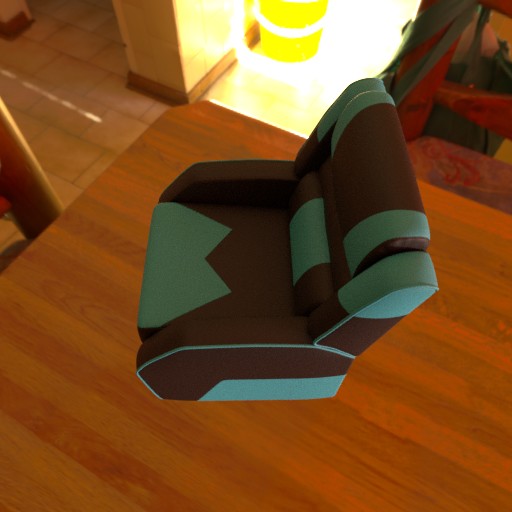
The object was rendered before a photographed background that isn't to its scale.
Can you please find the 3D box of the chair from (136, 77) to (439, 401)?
[{"bbox_3d":[0.000,0.000,1.267,0.672,0.805,0.620,-1,57,0],"label":"chair"}]
